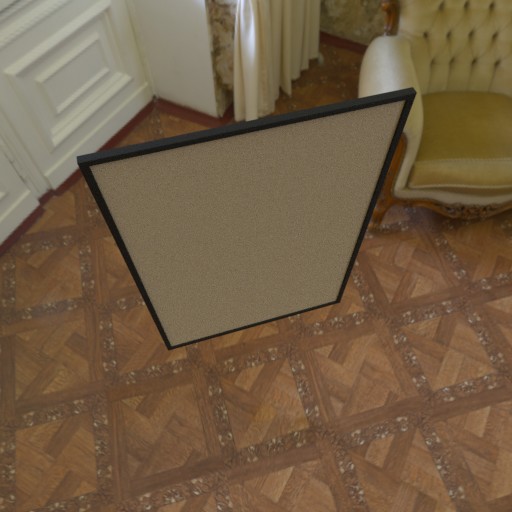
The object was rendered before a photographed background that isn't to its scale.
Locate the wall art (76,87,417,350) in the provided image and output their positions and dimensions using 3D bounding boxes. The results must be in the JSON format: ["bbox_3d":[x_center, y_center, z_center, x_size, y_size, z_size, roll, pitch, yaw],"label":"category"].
[{"bbox_3d":[0.000,0.000,0.860,0.460,0.660,0.013,-14,59,-9],"label":"wall art"}]
